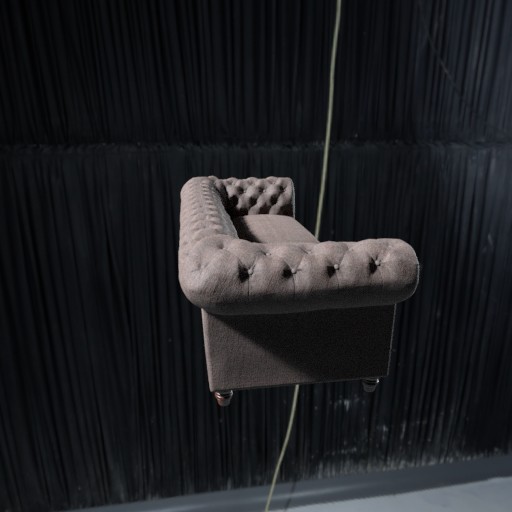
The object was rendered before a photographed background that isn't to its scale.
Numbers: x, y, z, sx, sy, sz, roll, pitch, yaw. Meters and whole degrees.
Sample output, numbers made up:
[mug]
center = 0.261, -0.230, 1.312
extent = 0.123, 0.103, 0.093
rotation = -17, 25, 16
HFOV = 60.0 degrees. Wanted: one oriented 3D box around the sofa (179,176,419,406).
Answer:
[sofa]
center = 0.000, 0.000, 2.845
extent = 0.944, 0.787, 2.385
rotation = -3, 17, -8
